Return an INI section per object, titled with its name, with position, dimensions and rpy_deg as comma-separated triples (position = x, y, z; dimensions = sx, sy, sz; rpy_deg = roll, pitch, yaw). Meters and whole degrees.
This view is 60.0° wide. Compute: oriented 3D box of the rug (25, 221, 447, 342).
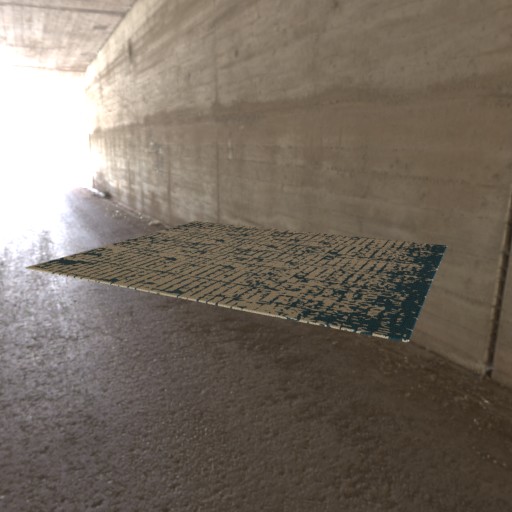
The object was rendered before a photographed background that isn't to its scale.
[rug]
position = 0.000, 0.000, 4.008
dimensions = 3.017, 0.014, 2.416
rpy_deg = 7, 16, 26
